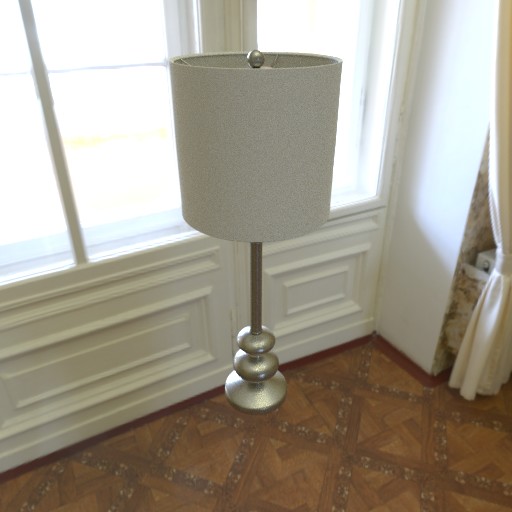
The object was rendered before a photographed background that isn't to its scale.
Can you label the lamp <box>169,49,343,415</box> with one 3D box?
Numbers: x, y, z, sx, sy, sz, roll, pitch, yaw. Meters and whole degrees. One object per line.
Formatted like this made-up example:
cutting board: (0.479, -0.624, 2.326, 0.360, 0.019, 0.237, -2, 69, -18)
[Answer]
lamp: (0.000, 0.000, 0.815, 0.254, 0.690, 0.254, 9, 30, 15)
